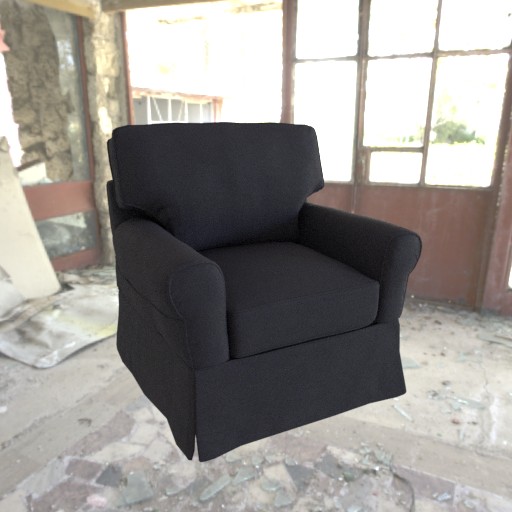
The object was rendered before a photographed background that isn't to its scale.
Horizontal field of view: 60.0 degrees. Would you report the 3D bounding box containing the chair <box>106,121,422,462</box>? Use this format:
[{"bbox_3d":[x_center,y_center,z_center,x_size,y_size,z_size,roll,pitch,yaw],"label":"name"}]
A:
[{"bbox_3d":[0.000,0.000,1.954,1.119,1.140,1.002,-8,18,-26],"label":"chair"}]
